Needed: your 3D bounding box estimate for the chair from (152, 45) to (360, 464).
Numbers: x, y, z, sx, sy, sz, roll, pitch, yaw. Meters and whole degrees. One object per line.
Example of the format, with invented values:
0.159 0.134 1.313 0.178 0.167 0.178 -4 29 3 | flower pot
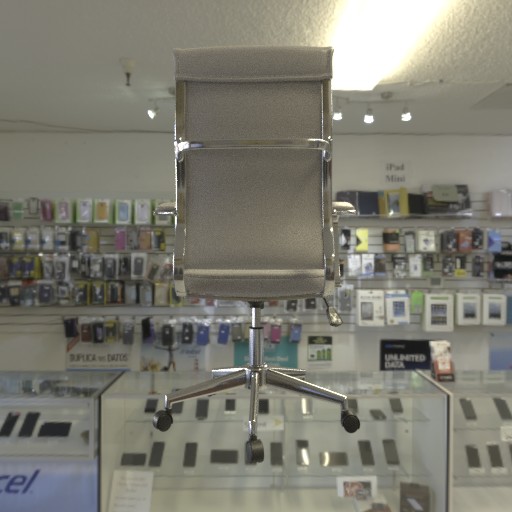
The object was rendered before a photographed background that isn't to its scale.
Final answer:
0.000 0.000 1.516 0.679 1.149 0.667 0 0 2 | chair
